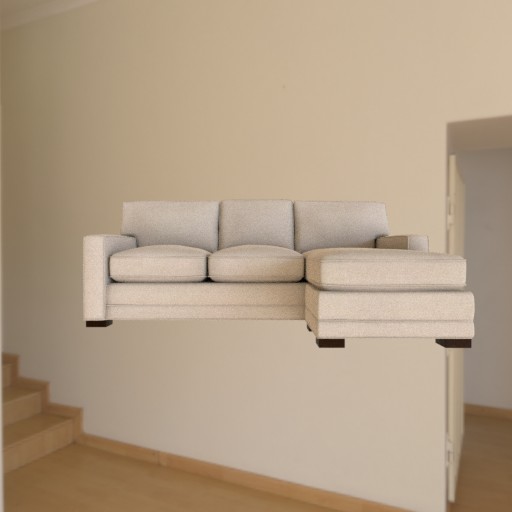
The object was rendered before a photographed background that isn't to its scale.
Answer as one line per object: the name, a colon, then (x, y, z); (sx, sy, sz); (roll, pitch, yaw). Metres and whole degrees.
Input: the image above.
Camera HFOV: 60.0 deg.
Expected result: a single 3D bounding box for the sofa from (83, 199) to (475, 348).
sofa: (0.000, 0.000, 2.831); (2.087, 0.861, 1.496); (0, 1, 0)
